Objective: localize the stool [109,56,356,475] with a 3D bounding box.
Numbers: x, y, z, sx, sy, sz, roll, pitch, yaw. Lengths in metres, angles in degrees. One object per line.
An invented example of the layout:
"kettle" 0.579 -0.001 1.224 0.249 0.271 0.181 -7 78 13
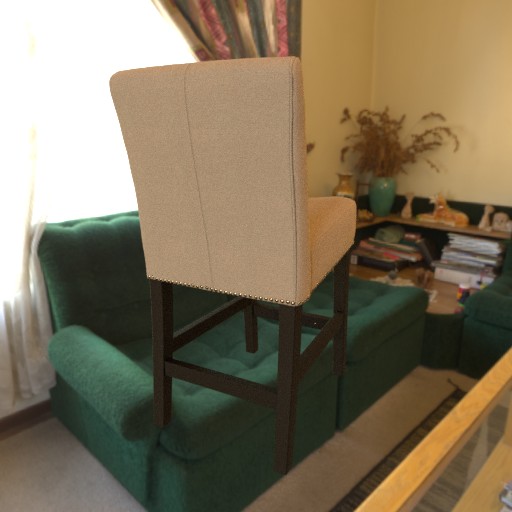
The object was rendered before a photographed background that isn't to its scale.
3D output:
"stool" 0.000 0.000 1.170 0.427 0.885 0.571 8 18 27
